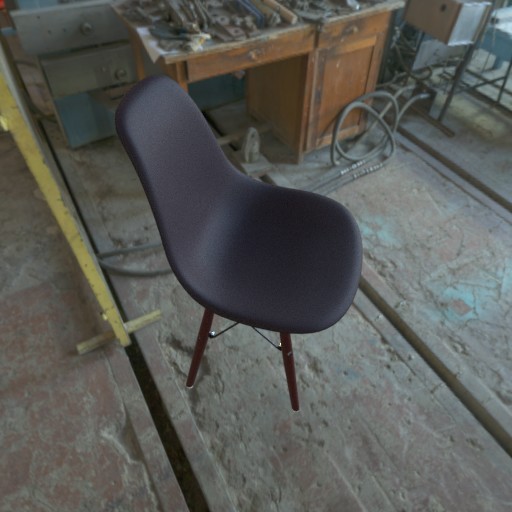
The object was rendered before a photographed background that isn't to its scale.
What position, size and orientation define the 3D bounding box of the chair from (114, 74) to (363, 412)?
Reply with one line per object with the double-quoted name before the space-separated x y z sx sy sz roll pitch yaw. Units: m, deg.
"chair" 0.000 0.000 1.143 0.533 0.826 0.470 12 49 10
